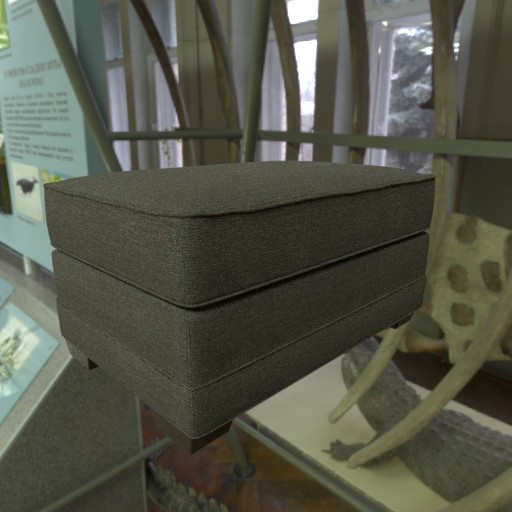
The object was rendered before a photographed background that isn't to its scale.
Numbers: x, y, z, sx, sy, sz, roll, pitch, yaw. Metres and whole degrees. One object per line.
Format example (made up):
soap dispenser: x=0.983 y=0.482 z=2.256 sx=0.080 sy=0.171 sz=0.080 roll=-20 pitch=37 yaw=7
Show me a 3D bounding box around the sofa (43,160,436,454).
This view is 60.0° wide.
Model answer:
sofa: x=0.000 y=0.000 z=1.161 sx=0.854 sy=0.457 sz=0.578 roll=-15 pitch=22 yaw=-42
